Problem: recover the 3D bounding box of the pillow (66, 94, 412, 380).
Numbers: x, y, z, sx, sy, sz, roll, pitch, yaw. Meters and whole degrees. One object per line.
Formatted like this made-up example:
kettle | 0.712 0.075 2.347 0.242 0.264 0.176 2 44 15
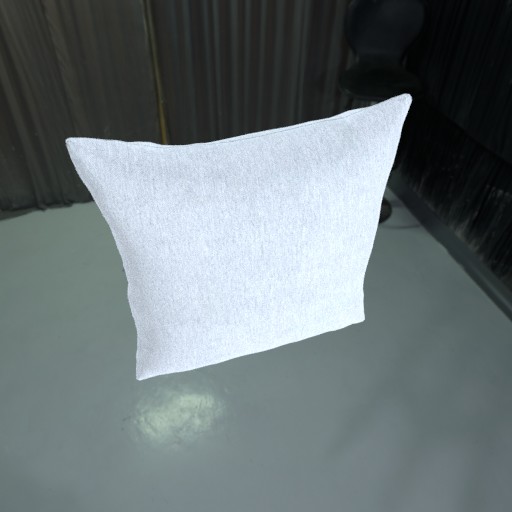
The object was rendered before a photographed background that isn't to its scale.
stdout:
pillow | 0.000 0.000 0.669 0.433 0.436 0.173 -12 43 -13
